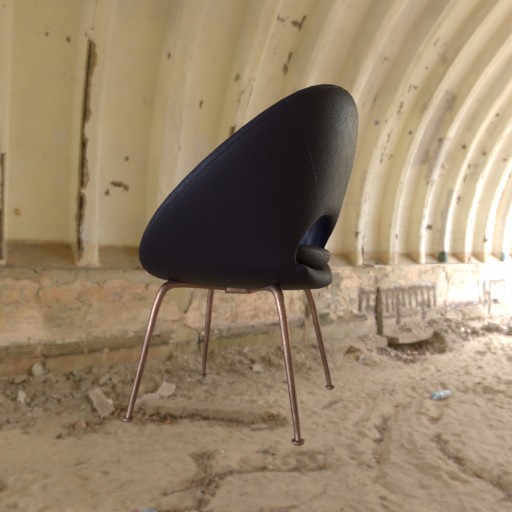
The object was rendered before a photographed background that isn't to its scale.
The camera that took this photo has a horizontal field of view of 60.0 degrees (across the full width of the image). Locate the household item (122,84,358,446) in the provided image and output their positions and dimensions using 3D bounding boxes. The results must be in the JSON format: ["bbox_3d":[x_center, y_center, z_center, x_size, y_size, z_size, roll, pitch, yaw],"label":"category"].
[{"bbox_3d":[0.000,0.000,1.275,0.573,0.852,0.623,0,0,19],"label":"household item"}]
